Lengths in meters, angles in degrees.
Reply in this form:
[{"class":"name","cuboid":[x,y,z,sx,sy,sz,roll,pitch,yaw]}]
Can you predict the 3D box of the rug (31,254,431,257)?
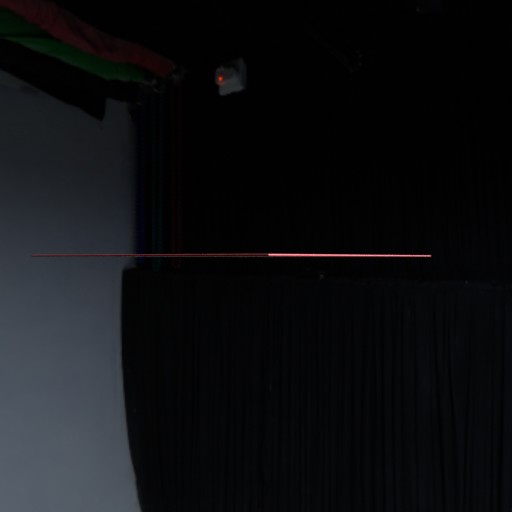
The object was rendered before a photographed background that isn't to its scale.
[{"class":"rug","cuboid":[0.000,0.000,4.197,2.387,0.013,3.053,0,0,36]}]
